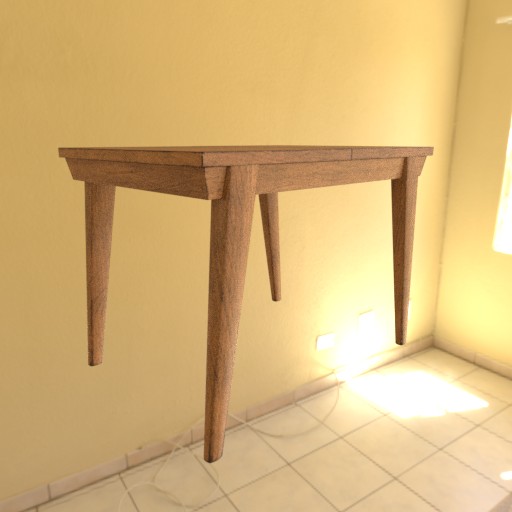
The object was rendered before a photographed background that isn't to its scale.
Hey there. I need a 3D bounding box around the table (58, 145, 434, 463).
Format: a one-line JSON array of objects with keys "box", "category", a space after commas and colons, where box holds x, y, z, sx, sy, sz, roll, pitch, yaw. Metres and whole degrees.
[{"box": [0.000, 0.000, 1.593, 1.027, 0.760, 0.757, -14, 20, -42], "category": "table"}]
